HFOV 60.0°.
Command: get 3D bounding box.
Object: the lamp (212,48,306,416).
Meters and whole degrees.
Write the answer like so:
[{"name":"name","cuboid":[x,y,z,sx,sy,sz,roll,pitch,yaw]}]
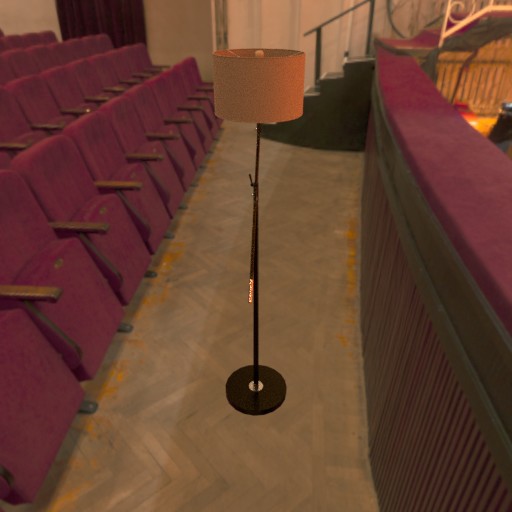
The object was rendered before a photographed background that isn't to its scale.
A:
[{"name":"lamp","cuboid":[0.000,0.000,1.985,0.373,1.635,0.809,2,30,3]}]
